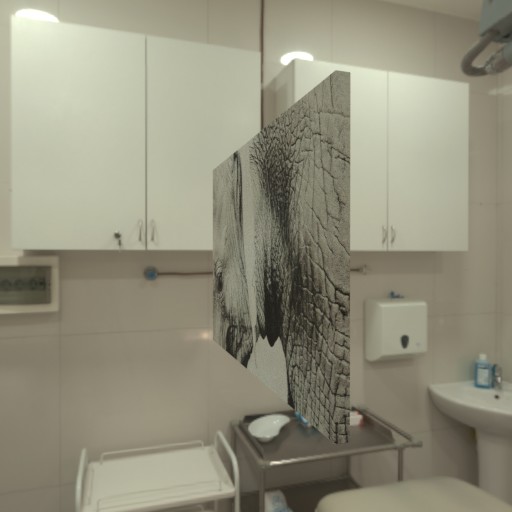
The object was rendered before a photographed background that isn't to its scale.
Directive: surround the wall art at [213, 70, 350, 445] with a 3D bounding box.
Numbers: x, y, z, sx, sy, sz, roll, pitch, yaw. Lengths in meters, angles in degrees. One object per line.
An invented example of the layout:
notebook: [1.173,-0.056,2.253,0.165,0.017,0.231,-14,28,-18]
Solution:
wall art: [0.000,0.000,1.444,0.035,0.758,1.141,0,0,-18]
